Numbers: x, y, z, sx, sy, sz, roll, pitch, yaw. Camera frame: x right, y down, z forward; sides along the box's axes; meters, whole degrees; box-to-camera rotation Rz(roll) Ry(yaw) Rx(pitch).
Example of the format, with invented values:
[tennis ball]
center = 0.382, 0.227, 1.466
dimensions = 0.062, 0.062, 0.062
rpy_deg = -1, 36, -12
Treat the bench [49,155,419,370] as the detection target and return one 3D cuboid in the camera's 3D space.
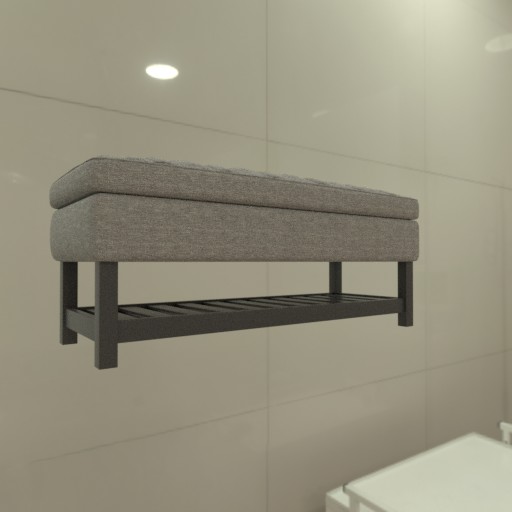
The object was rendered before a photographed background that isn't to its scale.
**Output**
[bench]
center = 0.000, 0.000, 1.347
dimensions = 1.100, 0.470, 0.429
rpy_deg = 0, -1, -36
